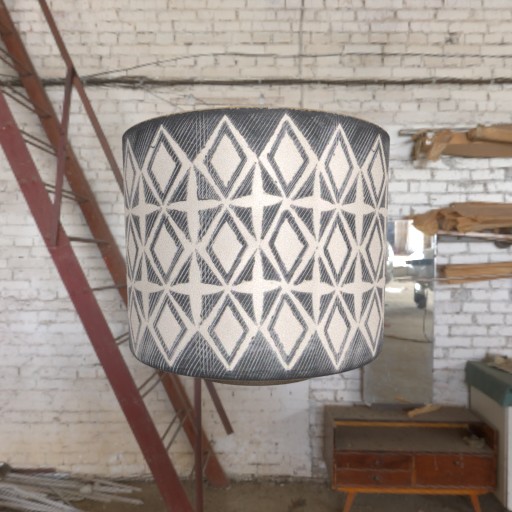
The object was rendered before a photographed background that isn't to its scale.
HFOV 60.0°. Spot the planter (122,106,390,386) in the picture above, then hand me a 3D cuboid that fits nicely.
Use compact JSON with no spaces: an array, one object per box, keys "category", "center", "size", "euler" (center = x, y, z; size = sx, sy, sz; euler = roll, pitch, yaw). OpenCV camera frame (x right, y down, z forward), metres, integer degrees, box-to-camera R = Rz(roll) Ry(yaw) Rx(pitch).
[{"category":"planter","center":[0.000,0.000,0.334],"size":[0.192,0.165,0.192],"euler":[0,1,0]}]
